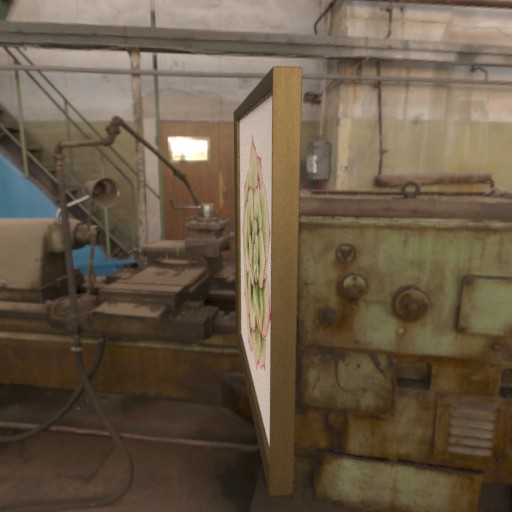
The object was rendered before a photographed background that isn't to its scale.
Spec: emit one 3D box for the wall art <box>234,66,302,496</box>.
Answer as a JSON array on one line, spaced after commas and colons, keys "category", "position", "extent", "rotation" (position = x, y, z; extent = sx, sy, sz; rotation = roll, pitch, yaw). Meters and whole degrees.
[{"category": "wall art", "position": [0.000, 0.000, 0.746], "extent": [0.031, 0.506, 0.503], "rotation": [-2, 13, -7]}]
